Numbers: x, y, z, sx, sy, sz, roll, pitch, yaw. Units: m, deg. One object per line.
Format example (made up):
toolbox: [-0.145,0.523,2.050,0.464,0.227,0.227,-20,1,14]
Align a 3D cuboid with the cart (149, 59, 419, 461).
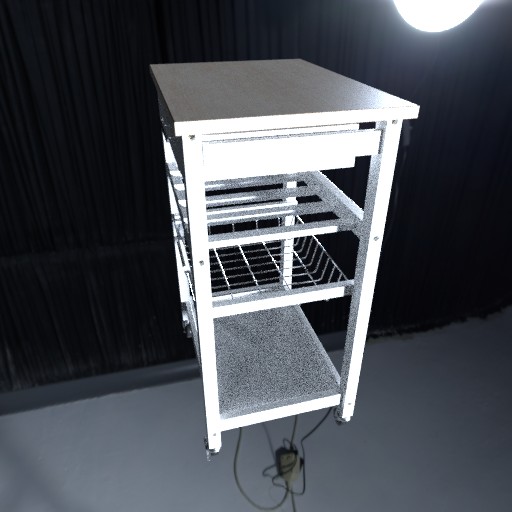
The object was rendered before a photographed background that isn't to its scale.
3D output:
cart: [0.000,0.000,1.150,0.406,0.857,0.578,-8,32,-13]
